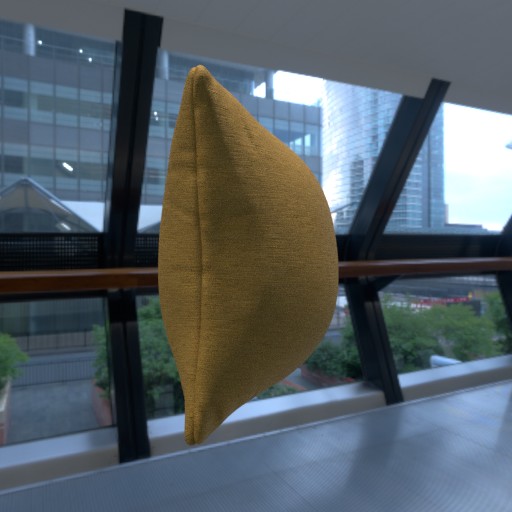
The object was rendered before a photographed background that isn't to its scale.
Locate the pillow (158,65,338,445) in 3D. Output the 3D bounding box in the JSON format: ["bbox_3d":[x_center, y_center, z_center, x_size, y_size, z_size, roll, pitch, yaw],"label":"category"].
[{"bbox_3d":[0.000,0.000,0.681,0.247,0.417,0.435,0,0,18],"label":"pillow"}]
